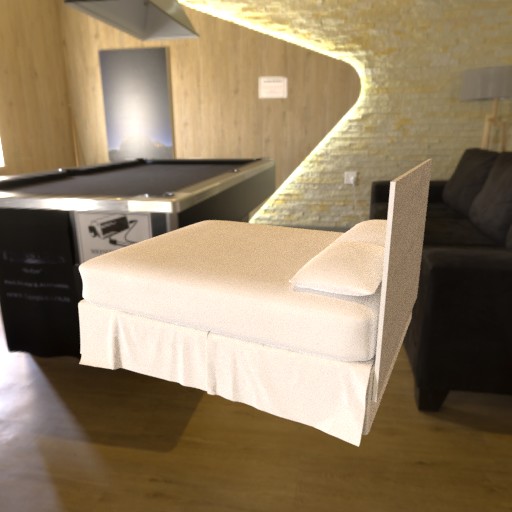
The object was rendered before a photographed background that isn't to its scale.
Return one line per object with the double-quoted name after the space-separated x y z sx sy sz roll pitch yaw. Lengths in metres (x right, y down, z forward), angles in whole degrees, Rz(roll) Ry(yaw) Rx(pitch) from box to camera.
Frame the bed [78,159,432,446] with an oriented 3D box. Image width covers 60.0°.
0.000 0.000 3.204 2.094 1.335 1.745 8 18 25 "bed"
